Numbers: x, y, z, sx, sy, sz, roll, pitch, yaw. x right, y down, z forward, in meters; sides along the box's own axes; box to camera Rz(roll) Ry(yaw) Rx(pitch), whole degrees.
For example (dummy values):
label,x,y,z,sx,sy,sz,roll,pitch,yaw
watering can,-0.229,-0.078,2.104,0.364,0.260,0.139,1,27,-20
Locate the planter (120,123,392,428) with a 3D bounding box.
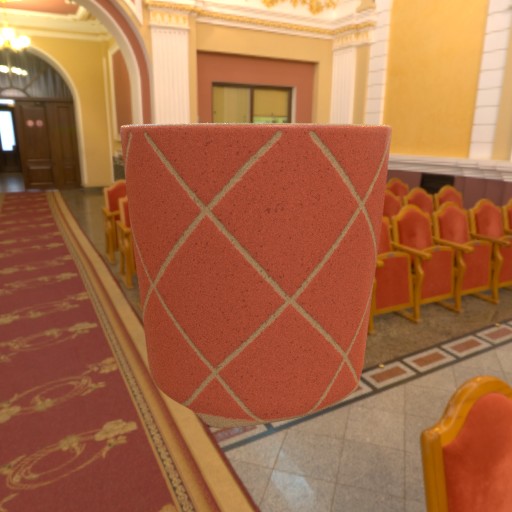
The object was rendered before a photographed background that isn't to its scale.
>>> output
label,x,y,z,sx,sy,sz,roll,pitch,yaw
planter,0.000,0.000,0.417,0.227,0.235,0.227,0,15,0
